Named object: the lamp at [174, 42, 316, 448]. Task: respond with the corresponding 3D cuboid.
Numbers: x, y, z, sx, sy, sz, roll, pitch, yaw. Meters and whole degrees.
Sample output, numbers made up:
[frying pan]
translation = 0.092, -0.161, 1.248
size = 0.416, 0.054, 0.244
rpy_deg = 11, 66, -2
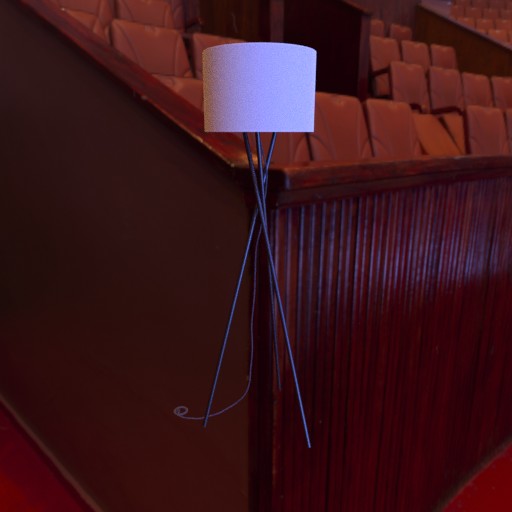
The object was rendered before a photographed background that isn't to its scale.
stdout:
[lamp]
translation = 0.000, 0.000, 1.948
size = 0.667, 1.624, 0.522
rpy_deg = 14, 21, 40
